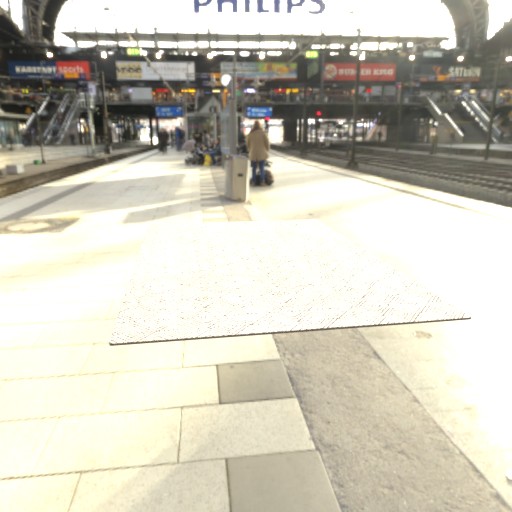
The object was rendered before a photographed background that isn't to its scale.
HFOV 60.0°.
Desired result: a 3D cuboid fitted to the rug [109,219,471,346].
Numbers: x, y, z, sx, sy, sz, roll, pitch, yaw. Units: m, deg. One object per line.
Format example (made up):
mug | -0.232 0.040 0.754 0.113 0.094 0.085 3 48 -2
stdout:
rug | 0.000 0.000 2.243 1.175 0.008 1.783 -3 16 -9
